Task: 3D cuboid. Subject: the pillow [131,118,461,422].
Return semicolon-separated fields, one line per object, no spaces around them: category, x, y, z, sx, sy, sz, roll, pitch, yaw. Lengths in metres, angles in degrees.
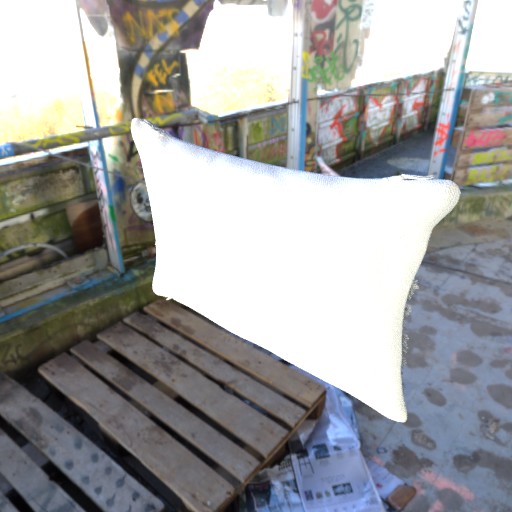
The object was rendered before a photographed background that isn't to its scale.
pillow;0.000;0.000;0.588;0.466;0.305;0.084;21;34;34
